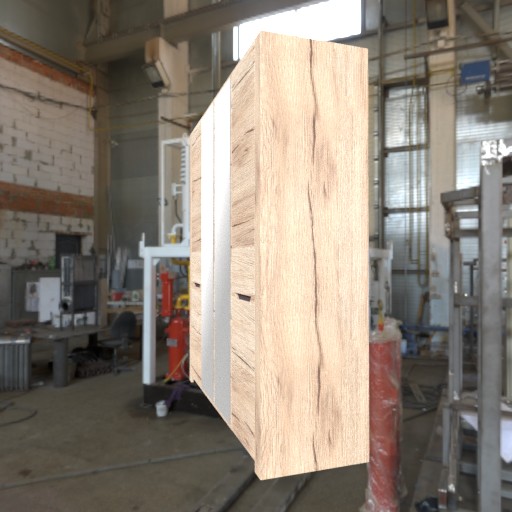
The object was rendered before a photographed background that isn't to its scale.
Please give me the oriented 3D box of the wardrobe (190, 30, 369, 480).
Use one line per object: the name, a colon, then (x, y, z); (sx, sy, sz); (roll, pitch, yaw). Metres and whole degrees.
wardrobe: (0.000, 0.000, 2.981); (0.580, 2.070, 1.810); (0, -1, -19)
